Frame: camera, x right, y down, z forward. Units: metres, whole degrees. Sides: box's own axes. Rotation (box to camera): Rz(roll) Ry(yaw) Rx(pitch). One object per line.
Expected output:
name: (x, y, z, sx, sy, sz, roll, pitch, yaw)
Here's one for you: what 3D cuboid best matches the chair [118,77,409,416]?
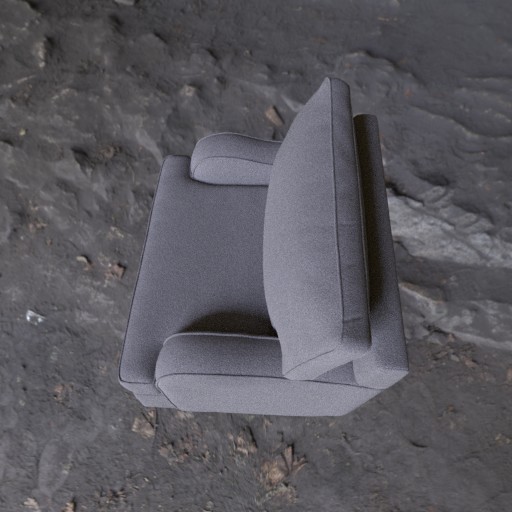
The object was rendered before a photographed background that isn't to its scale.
chair: (0.000, 0.000, 1.975, 1.040, 1.016, 1.220, 3, 59, 2)
